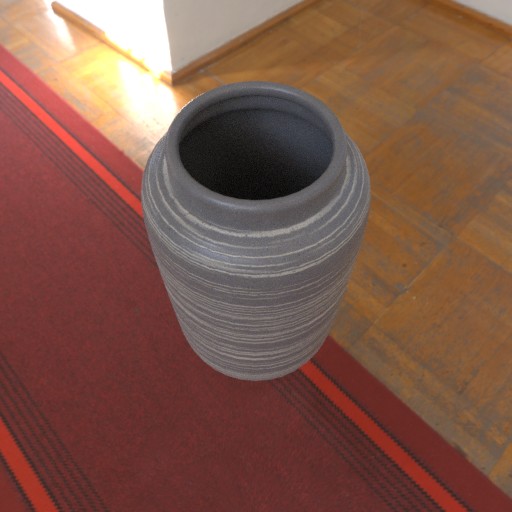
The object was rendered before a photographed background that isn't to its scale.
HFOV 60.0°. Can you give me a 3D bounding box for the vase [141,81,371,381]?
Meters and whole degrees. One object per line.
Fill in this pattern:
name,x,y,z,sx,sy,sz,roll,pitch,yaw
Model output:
vase,0.000,0.000,0.702,0.297,0.499,0.297,0,58,0
